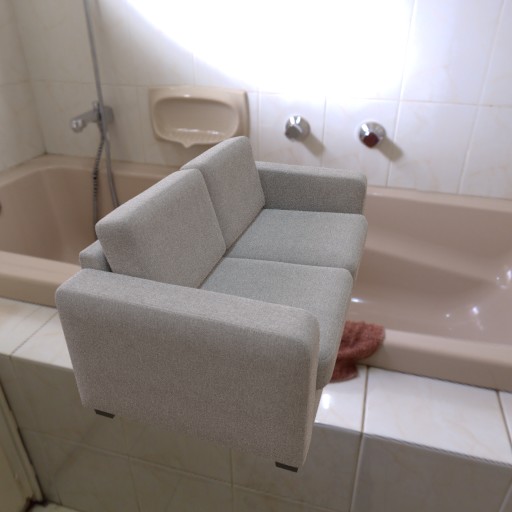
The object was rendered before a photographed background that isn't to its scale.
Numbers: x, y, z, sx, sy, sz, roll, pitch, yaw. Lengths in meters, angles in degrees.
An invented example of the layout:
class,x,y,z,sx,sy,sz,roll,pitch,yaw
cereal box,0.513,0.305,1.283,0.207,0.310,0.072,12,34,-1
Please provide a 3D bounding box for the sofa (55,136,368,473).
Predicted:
class,x,y,z,sx,sy,sz,roll,pitch,yaw
sofa,0.000,0.000,2.021,0.900,0.800,1.540,9,30,16
